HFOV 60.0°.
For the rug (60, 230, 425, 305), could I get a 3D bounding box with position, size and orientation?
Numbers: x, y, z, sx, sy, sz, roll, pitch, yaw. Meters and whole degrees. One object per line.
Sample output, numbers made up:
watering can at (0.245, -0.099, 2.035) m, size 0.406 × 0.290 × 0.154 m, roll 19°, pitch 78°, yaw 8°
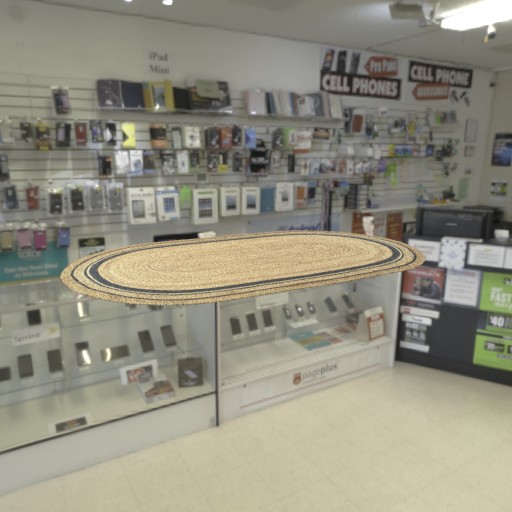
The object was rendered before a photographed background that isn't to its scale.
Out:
rug at (0.000, 0.000, 2.999) m, size 2.432 × 0.006 × 1.520 m, roll -7°, pitch 15°, yaw -27°
